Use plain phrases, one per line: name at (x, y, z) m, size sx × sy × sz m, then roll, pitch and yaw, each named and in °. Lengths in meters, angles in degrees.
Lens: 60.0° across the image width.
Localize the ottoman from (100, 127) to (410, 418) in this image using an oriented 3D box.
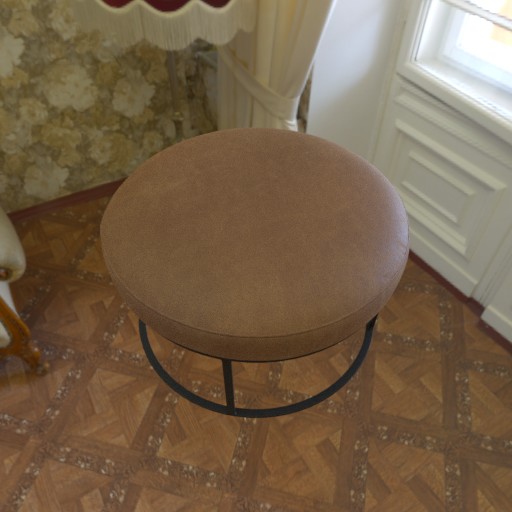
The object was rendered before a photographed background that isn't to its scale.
ottoman at (0.000, 0.000, 1.249) m, size 0.771 × 0.460 × 0.771 m, roll 0°, pitch 46°, yaw 0°
